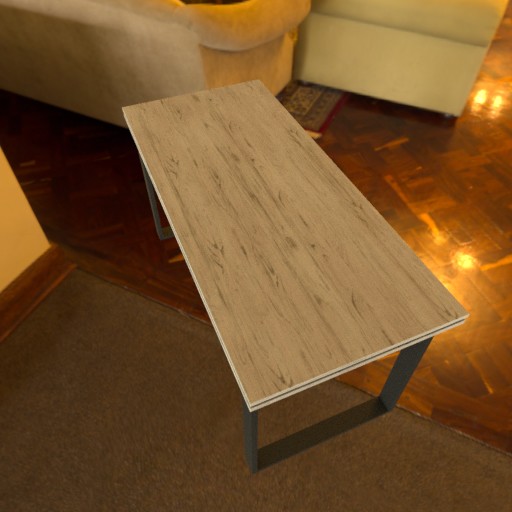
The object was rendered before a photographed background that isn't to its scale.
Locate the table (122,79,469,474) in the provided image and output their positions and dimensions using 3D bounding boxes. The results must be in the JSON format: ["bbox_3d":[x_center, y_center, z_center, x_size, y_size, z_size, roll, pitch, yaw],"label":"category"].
[{"bbox_3d":[0.000,0.000,2.257,0.795,0.899,1.778,-18,51,-15],"label":"table"}]
